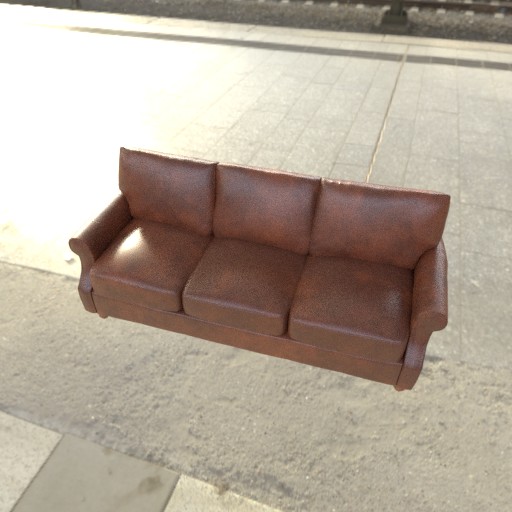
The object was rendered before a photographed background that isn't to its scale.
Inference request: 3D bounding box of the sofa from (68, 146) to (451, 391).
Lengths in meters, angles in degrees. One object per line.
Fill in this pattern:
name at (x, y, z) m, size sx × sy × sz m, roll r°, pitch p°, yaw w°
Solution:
sofa at (0.000, 0.000, 2.911) m, size 2.351 × 0.977 × 0.973 m, roll 11°, pitch 41°, yaw 13°
